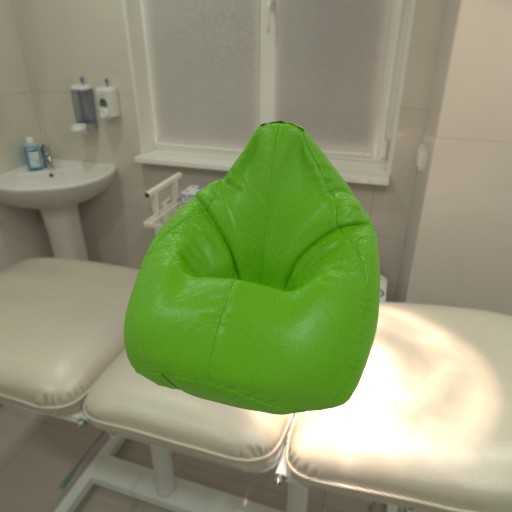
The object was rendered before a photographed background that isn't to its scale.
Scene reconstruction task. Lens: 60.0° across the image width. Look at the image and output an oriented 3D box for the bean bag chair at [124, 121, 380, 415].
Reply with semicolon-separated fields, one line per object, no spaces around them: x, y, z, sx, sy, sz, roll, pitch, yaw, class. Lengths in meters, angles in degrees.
0.000;0.000;1.895;1.070;0.990;1.070;9;29;16;bean bag chair
